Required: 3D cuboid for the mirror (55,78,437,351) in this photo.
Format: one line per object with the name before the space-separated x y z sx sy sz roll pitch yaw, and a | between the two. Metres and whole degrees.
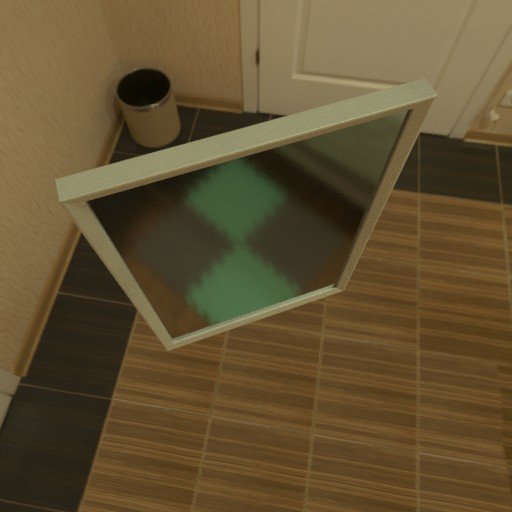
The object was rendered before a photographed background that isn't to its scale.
mirror | 0.000 0.000 0.887 0.507 0.710 0.039 -18 65 -9
